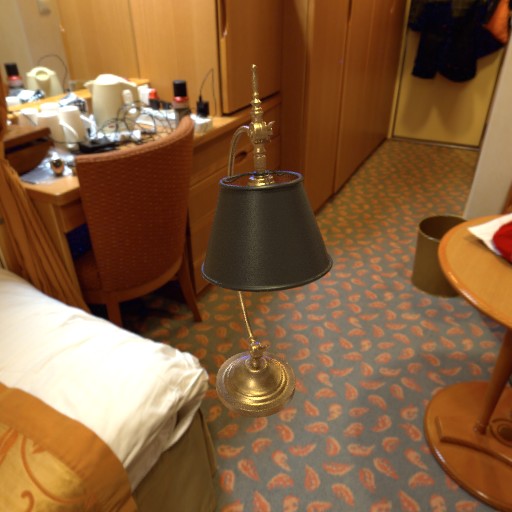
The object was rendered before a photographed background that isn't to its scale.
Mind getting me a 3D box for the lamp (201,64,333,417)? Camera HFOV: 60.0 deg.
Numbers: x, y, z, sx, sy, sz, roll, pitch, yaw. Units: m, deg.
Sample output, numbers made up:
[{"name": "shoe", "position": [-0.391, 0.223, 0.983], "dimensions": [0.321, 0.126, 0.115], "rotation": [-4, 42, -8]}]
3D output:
[{"name": "lamp", "position": [0.000, 0.000, 0.847], "dimensions": [0.235, 0.675, 0.344], "rotation": [-10, 33, -16]}]
